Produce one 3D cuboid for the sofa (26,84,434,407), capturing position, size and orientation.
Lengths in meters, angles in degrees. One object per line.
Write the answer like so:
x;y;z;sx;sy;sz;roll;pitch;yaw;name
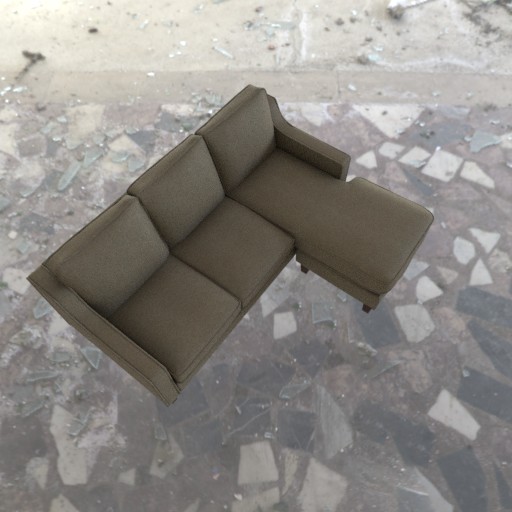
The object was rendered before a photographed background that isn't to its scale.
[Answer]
0.000;0.000;3.238;1.858;1.081;2.317;33;64;18;sofa
